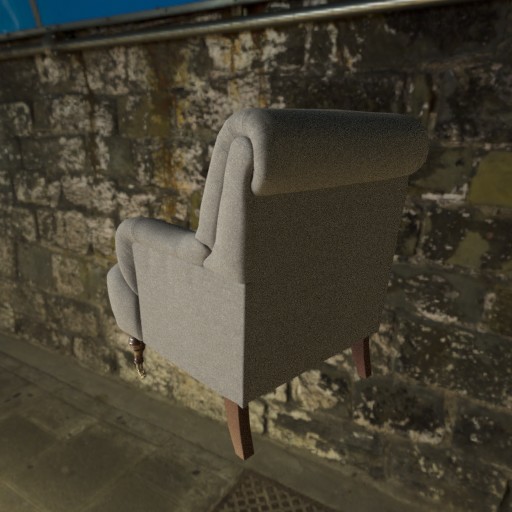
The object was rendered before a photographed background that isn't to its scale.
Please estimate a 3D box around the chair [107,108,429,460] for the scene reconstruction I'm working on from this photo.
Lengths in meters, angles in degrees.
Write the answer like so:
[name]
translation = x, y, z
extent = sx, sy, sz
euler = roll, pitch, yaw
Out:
[chair]
translation = 0.000, 0.000, 1.530
extent = 0.766, 0.942, 0.843
euler = -15, 22, -42
